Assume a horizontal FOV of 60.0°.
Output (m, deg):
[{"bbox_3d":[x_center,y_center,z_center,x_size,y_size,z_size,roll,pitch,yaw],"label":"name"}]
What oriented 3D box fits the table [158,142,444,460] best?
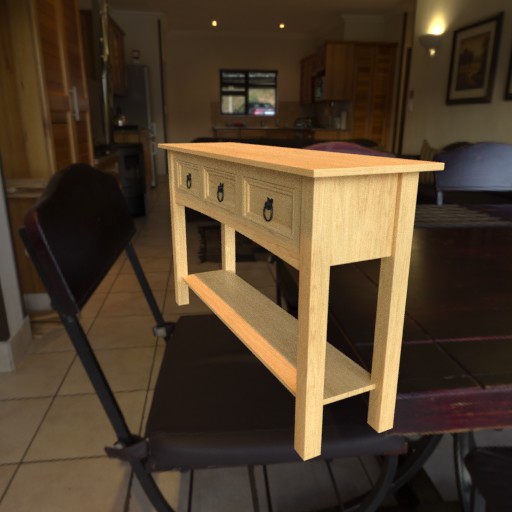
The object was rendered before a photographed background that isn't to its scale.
[{"bbox_3d":[0.000,0.000,1.569,0.350,0.730,1.240,-8,18,-25],"label":"table"}]
